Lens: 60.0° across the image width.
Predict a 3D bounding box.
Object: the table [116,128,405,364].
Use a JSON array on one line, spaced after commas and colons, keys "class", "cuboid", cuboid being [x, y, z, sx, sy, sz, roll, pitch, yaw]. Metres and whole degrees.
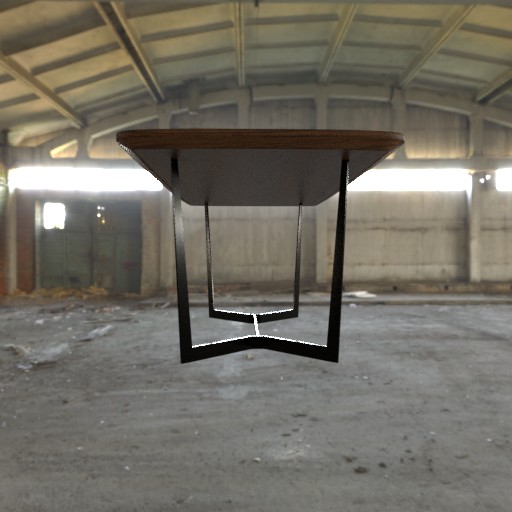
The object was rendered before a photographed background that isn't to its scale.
[{"class": "table", "cuboid": [0.000, 0.000, 2.165, 0.949, 0.765, 1.643, 0, 0, -1]}]
